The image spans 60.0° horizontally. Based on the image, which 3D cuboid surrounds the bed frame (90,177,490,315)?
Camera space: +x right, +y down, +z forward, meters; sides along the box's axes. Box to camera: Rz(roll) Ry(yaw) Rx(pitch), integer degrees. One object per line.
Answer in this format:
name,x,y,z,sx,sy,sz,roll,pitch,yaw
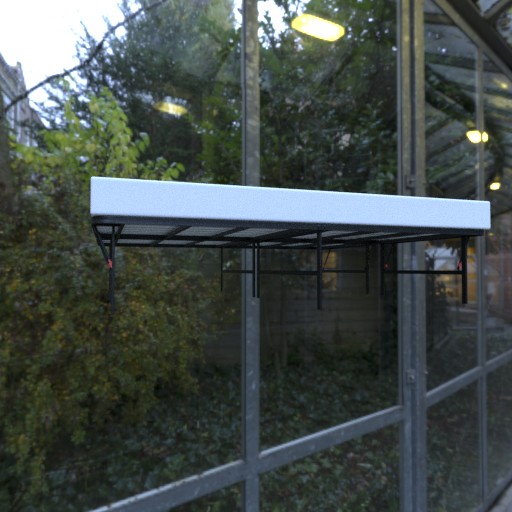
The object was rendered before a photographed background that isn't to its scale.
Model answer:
bed frame,0.000,0.000,2.984,2.032,0.559,1.930,1,-2,-19
